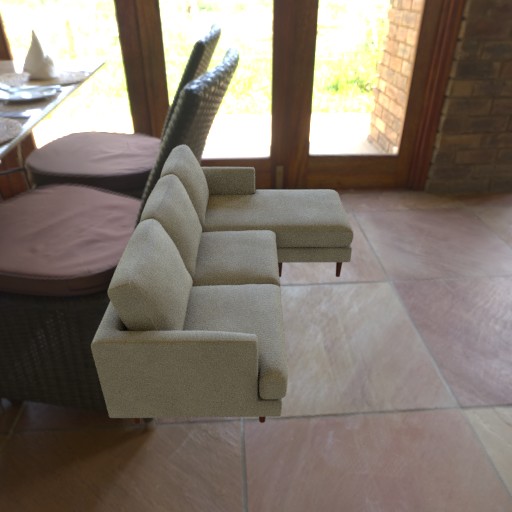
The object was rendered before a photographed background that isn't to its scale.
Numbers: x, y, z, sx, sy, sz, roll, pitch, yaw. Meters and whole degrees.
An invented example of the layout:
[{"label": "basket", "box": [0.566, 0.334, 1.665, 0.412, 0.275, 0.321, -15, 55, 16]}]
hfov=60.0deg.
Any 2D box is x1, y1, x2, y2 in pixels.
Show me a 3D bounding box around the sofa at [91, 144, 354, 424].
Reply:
[{"label": "sofa", "box": [0.000, 0.000, 3.030, 1.504, 0.956, 2.233, 0, 32, 0]}]
